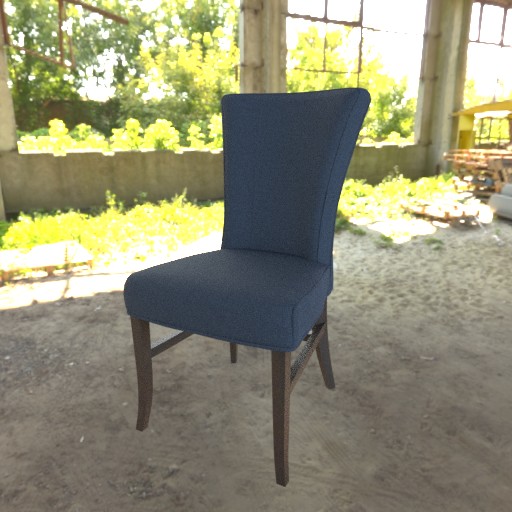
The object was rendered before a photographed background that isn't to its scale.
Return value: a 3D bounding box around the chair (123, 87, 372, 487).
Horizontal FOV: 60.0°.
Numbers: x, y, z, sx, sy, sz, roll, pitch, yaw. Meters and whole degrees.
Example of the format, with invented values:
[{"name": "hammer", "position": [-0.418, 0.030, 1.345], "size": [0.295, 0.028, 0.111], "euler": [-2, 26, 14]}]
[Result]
[{"name": "chair", "position": [0.000, 0.000, 1.353], "size": [0.520, 0.991, 0.660], "euler": [8, 17, 27]}]
